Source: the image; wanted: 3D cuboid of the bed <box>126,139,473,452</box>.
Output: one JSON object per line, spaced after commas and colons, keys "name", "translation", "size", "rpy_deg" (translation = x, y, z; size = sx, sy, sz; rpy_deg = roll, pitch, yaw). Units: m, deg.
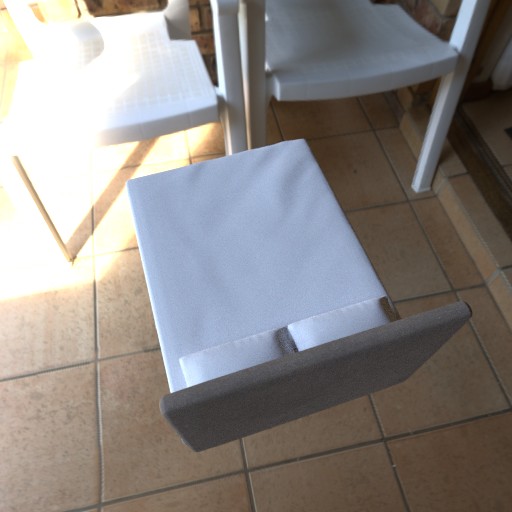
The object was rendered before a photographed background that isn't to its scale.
{"name": "bed", "translation": [0.000, 0.000, 3.215], "size": [1.723, 1.330, 2.142], "rpy_deg": [-15, 60, -9]}
